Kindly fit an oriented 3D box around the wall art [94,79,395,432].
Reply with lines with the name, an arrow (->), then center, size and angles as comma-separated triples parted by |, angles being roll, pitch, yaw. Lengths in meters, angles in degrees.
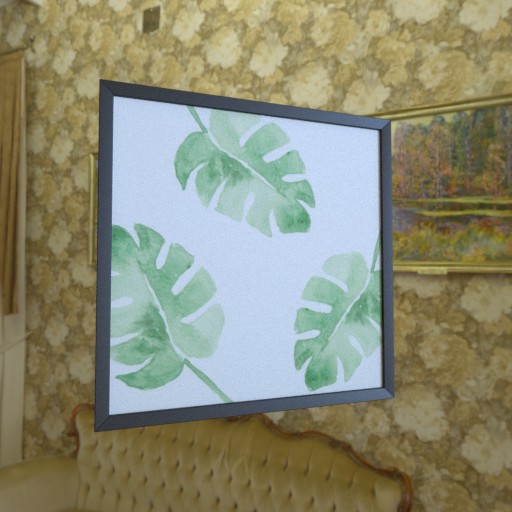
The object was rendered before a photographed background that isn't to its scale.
wall art -> 0.000, 0.000, 0.450 | 0.304, 0.304, 0.038 | 1, -3, -20
